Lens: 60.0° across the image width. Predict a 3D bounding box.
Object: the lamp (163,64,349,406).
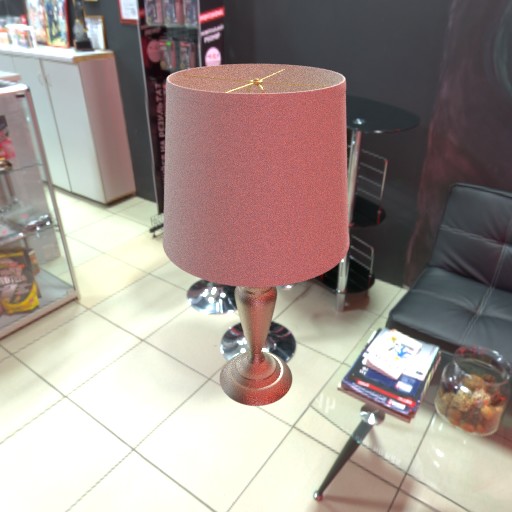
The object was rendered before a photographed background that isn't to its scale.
[{"bbox_3d":[0.000,0.000,0.814,0.328,0.619,0.328,0,31,0],"label":"lamp"}]
